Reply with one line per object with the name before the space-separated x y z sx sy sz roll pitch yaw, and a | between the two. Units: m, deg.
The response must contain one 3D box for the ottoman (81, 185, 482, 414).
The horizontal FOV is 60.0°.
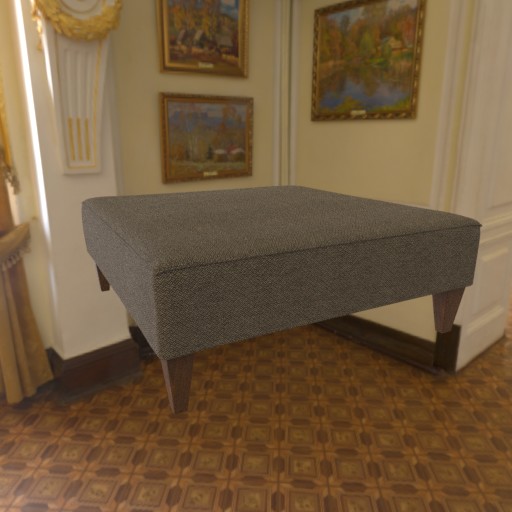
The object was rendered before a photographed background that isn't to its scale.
ottoman | 0.000 0.000 1.498 0.970 0.378 0.981 -8 18 -27
